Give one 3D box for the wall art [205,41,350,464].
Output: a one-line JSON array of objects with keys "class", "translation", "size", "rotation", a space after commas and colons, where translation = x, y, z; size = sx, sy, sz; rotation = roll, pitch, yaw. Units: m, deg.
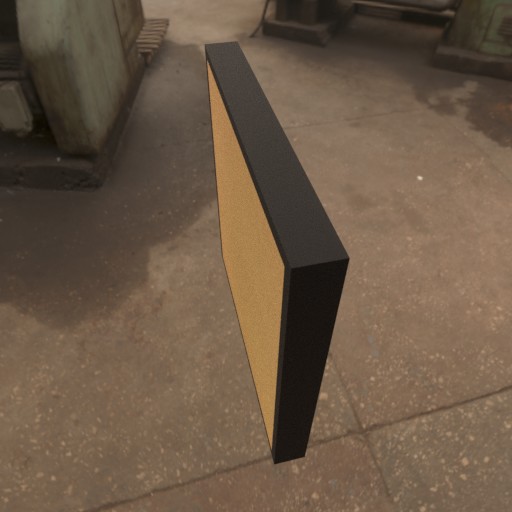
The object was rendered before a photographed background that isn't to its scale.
[{"class": "wall art", "translation": [0.000, 0.000, 0.450], "size": [0.033, 0.304, 0.305], "rotation": [-10, 48, -9]}]
